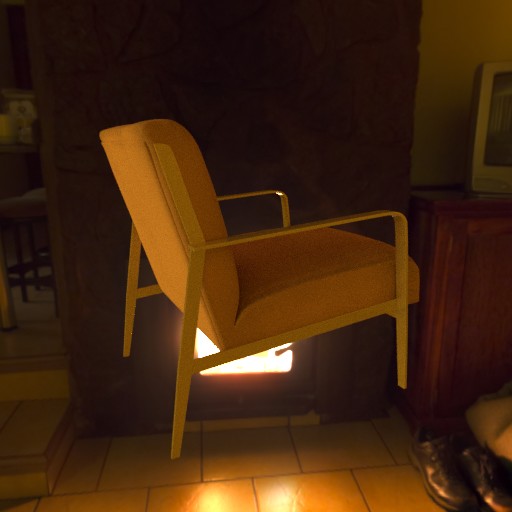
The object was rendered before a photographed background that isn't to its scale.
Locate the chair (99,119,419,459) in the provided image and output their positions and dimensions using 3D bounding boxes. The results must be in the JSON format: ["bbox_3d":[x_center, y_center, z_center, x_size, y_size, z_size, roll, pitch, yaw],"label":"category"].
[{"bbox_3d":[0.000,0.000,1.459,0.848,0.823,0.701,-7,16,-26],"label":"chair"}]
